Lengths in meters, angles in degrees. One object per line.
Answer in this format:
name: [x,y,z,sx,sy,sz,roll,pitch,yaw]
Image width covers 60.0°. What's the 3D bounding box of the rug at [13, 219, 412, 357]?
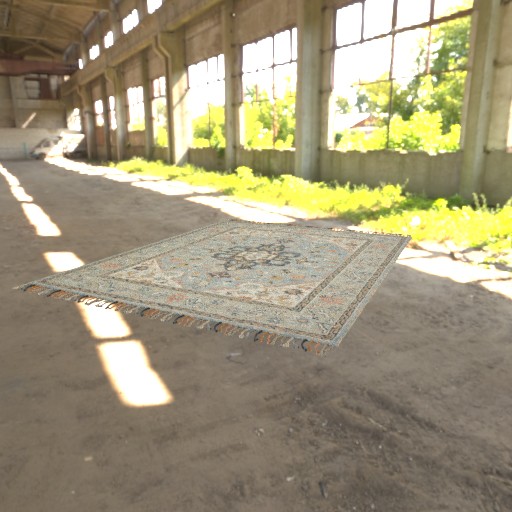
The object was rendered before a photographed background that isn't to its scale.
rug: [0.000,0.000,2.197,1.278,0.009,1.730,7,16,25]
